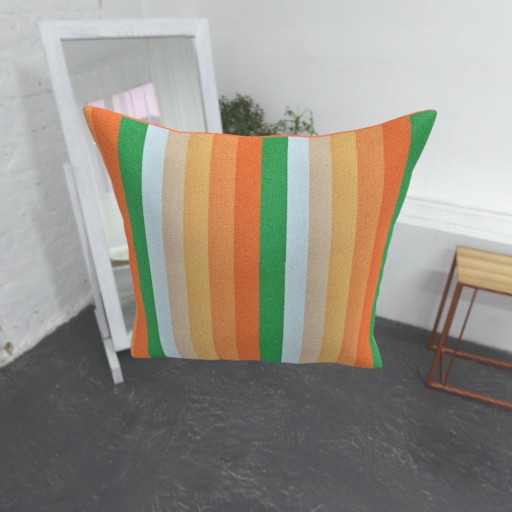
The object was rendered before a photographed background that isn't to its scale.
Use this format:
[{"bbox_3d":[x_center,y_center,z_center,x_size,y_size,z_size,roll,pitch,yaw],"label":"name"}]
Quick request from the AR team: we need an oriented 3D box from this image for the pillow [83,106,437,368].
[{"bbox_3d":[0.000,0.000,0.680,0.453,0.444,0.169,2,32,3],"label":"pillow"}]
